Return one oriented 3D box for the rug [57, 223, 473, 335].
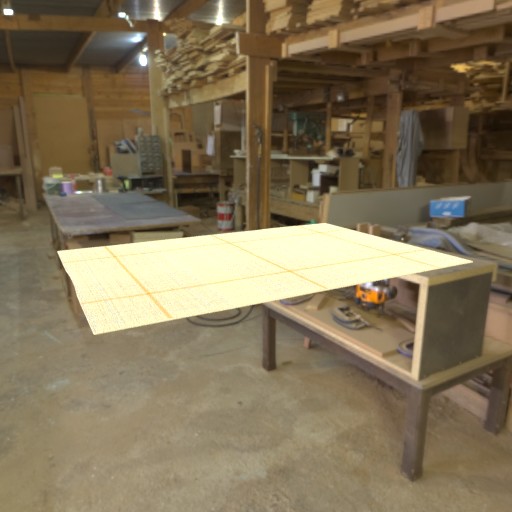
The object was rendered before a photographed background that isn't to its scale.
[{"bbox_3d":[0.000,0.000,2.337,1.825,0.015,1.232,-8,16,-27],"label":"rug"}]
